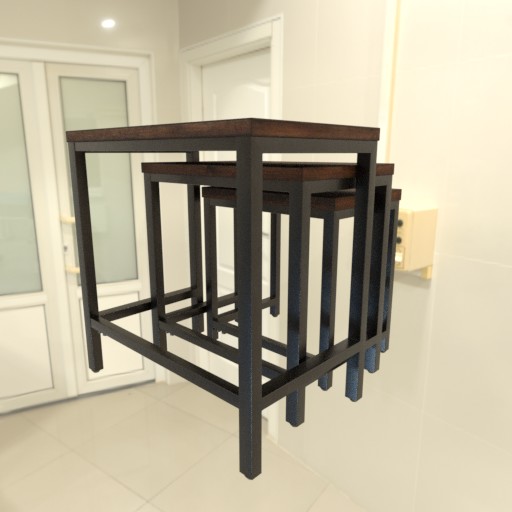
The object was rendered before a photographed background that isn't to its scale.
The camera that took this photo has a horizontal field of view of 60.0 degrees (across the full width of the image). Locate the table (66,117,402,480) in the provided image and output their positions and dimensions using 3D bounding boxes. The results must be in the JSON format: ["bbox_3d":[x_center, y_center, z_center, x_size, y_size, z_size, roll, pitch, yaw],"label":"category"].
[{"bbox_3d":[0.000,0.000,1.139,0.608,0.616,0.660,12,18,42],"label":"table"}]
